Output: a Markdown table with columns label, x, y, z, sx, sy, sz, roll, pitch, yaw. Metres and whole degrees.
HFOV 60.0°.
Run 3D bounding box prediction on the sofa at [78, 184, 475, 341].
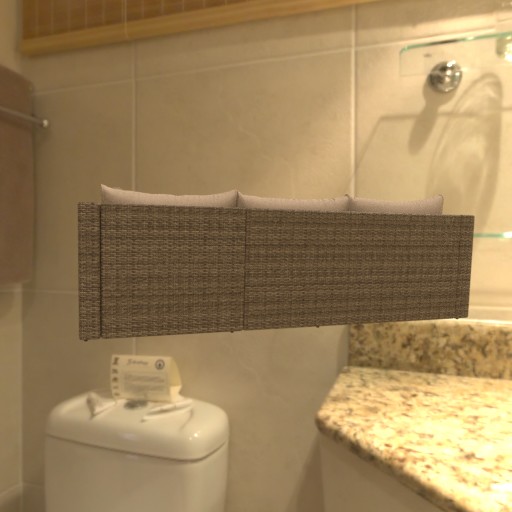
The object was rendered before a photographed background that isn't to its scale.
| label | x | y | z | sx | sy | sz | roll | pitch | yaw |
| --- | --- | --- | --- | --- | --- | --- | --- | --- | --- |
| sofa | 0.000 | 0.000 | 3.070 | 2.192 | 0.766 | 1.662 | 0 | 0 | -18 |
